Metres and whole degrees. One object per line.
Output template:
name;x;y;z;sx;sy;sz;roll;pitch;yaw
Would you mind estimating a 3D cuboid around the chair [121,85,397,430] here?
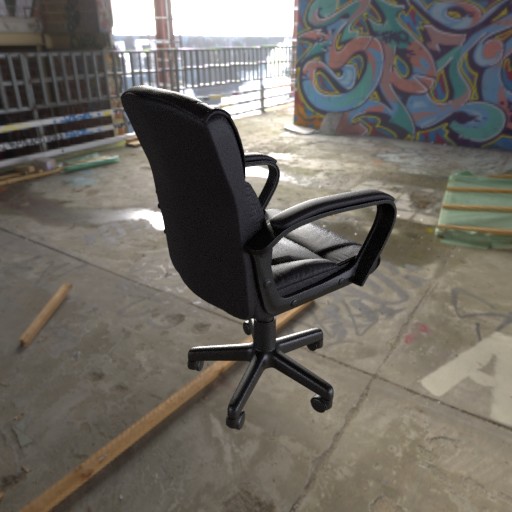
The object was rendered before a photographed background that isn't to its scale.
chair;0.000;0.000;1.354;0.641;0.998;0.576;-18;32;-32
